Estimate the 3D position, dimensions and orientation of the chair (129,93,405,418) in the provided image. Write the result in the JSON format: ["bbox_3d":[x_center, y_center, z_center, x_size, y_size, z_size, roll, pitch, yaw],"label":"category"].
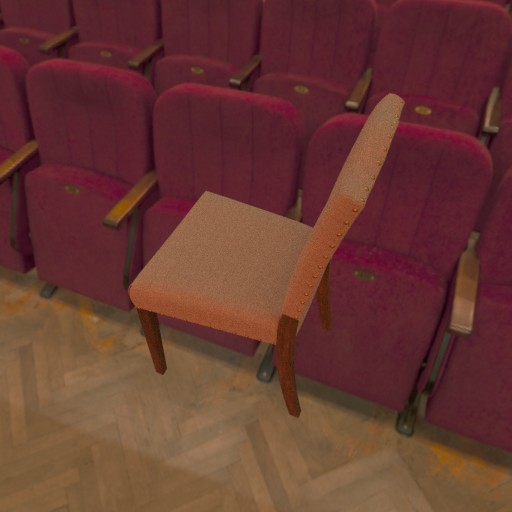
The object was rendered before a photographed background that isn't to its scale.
[{"bbox_3d":[0.000,0.000,1.357,0.620,1.020,0.508,17,49,15],"label":"chair"}]
